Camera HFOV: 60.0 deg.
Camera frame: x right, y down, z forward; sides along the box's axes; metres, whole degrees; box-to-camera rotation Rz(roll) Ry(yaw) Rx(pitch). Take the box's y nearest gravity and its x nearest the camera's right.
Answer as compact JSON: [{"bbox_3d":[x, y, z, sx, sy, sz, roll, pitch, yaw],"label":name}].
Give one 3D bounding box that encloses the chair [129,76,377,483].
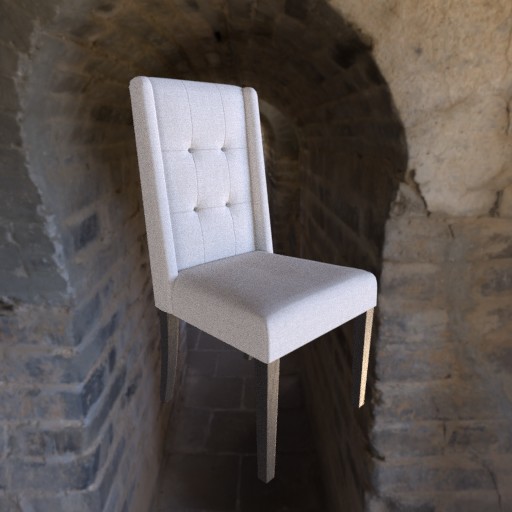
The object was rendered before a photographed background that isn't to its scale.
[{"bbox_3d":[0.000,0.000,1.259,0.523,0.961,0.474,14,21,42],"label":"chair"}]
